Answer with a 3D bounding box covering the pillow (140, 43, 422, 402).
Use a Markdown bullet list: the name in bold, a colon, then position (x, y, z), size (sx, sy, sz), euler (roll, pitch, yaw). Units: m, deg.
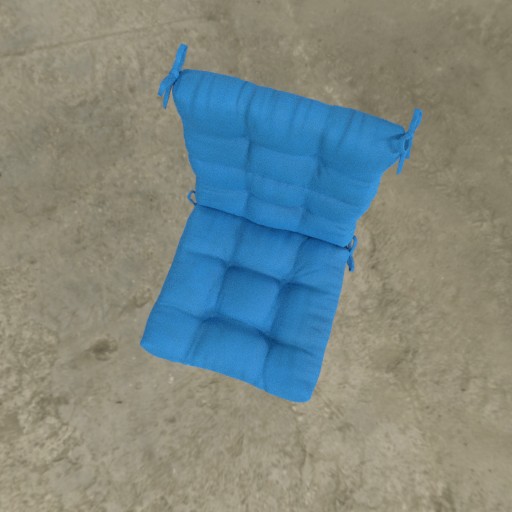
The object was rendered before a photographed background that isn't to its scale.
- **pillow**: position (0.000, 0.000, 1.025), size (0.519, 0.605, 0.571), euler (17, 75, 5)
